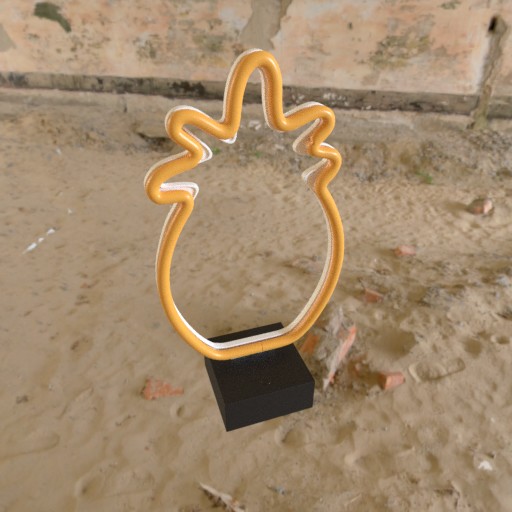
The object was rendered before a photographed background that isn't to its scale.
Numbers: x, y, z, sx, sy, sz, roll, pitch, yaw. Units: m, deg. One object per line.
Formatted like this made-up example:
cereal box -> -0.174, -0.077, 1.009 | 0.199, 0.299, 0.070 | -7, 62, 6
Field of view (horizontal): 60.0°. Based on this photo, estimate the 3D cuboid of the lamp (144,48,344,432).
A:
lamp -> 0.000, 0.000, 0.374 | 0.167, 0.317, 0.088 | -10, 34, -16
